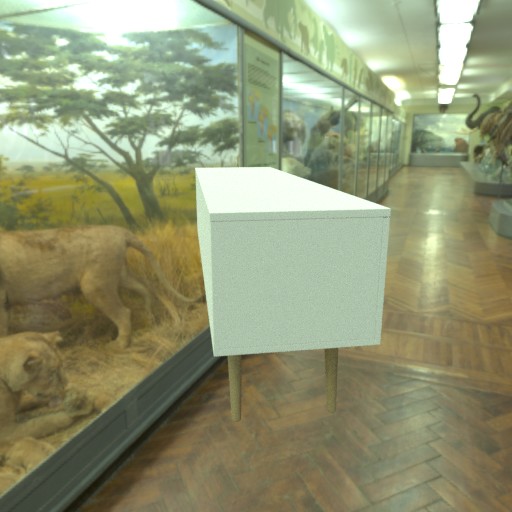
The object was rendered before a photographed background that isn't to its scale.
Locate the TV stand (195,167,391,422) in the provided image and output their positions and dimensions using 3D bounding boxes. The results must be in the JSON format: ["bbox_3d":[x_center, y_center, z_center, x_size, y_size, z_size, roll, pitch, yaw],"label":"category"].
[{"bbox_3d":[0.000,0.000,1.649,0.401,0.560,1.398,-2,15,-8],"label":"TV stand"}]
